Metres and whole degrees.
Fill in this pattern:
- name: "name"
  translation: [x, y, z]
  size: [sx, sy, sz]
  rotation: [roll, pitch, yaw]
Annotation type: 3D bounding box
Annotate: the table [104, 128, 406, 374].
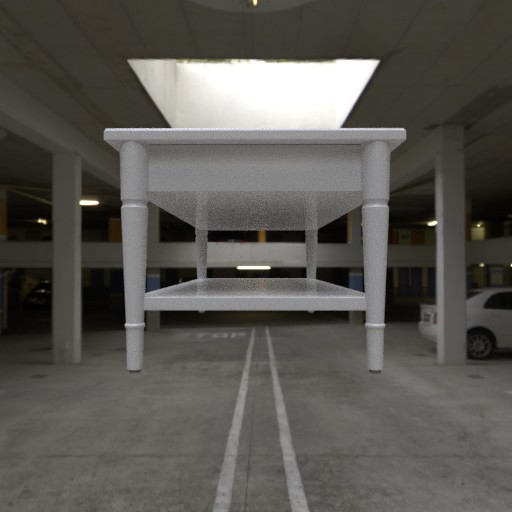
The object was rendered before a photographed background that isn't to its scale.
- name: "table"
  translation: [0.000, 0.000, 1.349]
  size: [0.559, 0.457, 1.067]
  rotation: [0, -1, 0]
